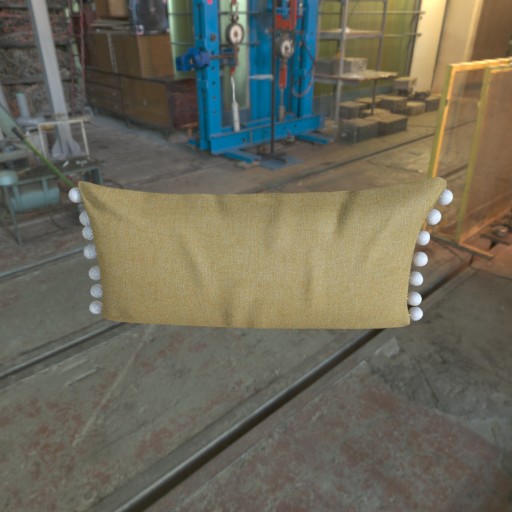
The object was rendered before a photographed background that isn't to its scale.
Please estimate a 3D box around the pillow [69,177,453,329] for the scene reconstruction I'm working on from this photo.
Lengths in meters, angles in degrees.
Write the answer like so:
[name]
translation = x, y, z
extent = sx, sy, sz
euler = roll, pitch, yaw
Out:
[pillow]
translation = 0.000, 0.000, 0.857
extent = 0.709, 0.322, 0.201
euler = 1, 29, 2
